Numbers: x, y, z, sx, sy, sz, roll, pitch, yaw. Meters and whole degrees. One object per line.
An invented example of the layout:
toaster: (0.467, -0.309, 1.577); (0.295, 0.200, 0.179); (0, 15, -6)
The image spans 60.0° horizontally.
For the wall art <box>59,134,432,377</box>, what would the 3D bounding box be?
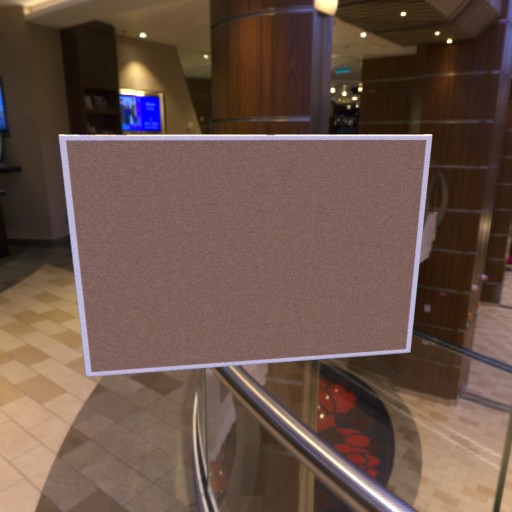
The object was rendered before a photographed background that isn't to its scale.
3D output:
wall art: (0.000, 0.000, 1.455); (1.136, 0.769, 0.040); (-2, 16, -8)
